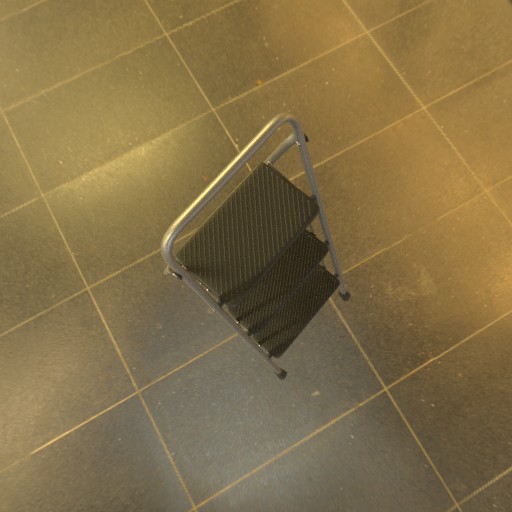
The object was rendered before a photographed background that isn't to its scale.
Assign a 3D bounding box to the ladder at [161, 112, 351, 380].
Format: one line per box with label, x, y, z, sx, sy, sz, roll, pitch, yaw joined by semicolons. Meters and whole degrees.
ladder;0.000;0.000;1.300;0.629;0.945;0.430;40;79;9
